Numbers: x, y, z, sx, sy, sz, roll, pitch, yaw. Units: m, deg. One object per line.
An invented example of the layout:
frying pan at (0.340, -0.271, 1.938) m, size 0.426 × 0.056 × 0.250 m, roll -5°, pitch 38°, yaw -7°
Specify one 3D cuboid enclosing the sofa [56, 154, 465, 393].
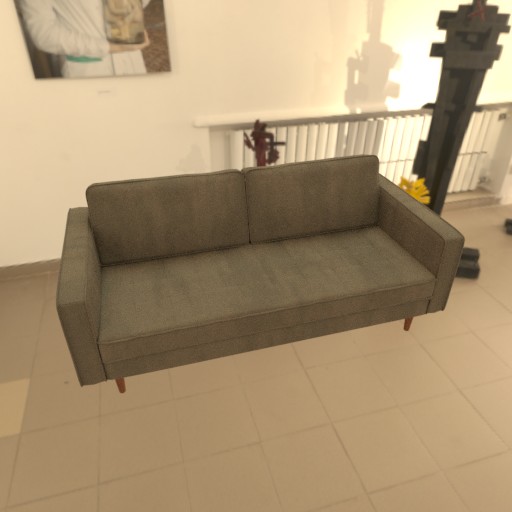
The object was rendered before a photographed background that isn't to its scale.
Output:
sofa at (0.000, 0.000, 2.414) m, size 1.920 × 0.825 × 0.924 m, roll -9°, pitch 33°, yaw -14°
